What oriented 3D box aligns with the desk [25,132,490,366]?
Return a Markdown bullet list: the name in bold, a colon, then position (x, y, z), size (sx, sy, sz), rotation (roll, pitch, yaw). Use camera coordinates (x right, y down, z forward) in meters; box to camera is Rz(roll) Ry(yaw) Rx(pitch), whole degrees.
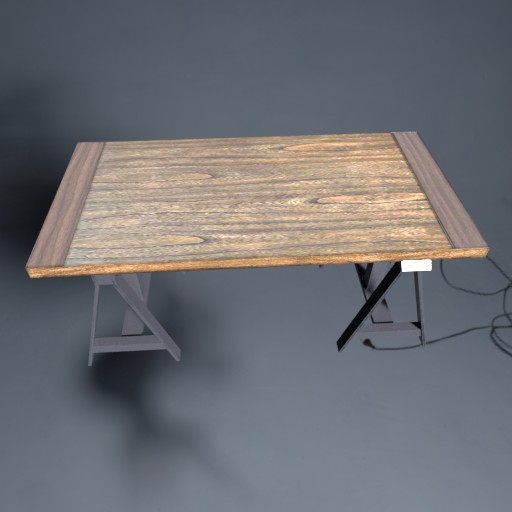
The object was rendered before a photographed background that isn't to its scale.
- **desk**: position (0.000, 0.000, 1.967), size (1.543, 0.725, 0.784), rotation (-3, 45, -2)
